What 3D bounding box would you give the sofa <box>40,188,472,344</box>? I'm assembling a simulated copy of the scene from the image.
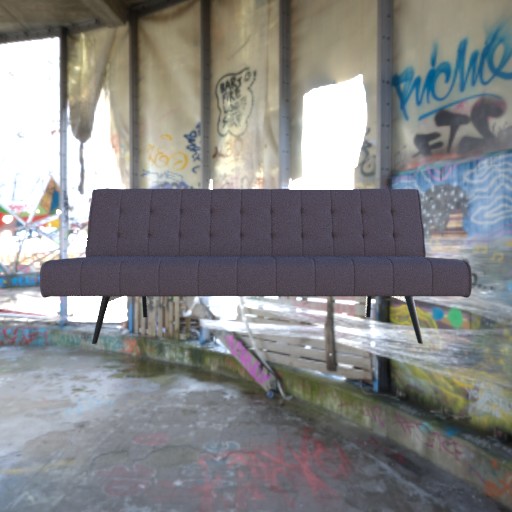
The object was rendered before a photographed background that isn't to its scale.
[{"bbox_3d":[0.000,0.000,2.114,1.703,0.699,0.747,0,1,0],"label":"sofa"}]
